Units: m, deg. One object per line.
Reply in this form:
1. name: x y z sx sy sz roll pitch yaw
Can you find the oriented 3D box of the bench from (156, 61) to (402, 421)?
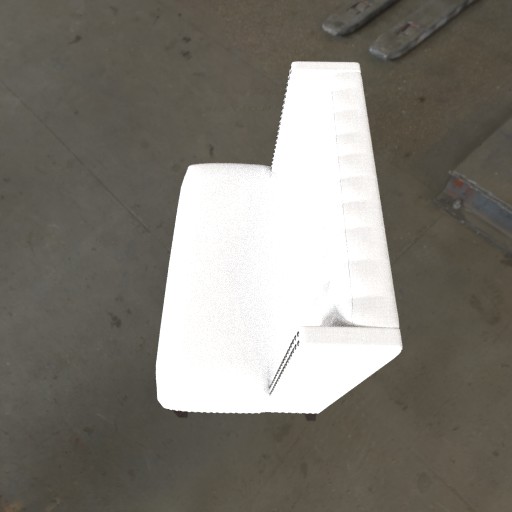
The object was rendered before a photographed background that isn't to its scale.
1. bench: 0.000 0.000 2.024 0.847 1.123 1.280 1 59 1
